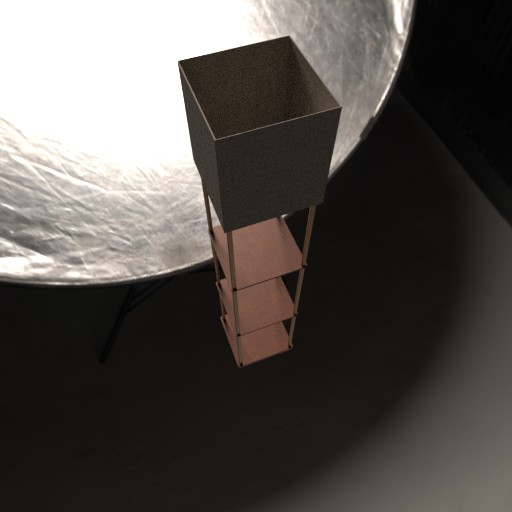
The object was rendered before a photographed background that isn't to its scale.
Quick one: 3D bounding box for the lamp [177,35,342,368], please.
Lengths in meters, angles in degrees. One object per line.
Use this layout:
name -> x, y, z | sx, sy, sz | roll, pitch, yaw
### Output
lamp -> 0.000, 0.000, 1.735 | 0.310, 1.569, 0.308 | -18, 59, -11
